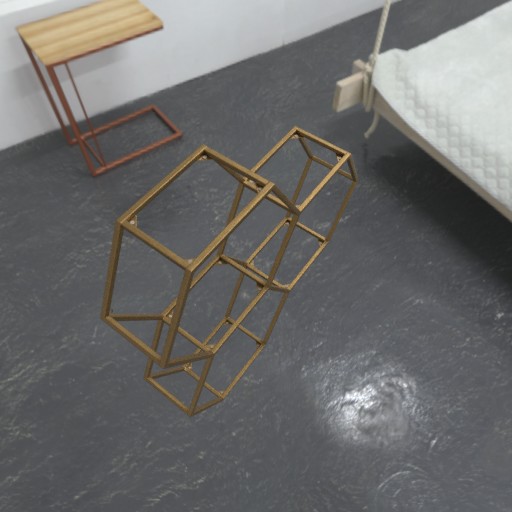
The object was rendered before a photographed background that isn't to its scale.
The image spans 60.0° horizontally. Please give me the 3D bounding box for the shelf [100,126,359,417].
[{"bbox_3d":[0.000,0.000,1.047,0.150,0.701,0.708,32,63,19],"label":"shelf"}]
